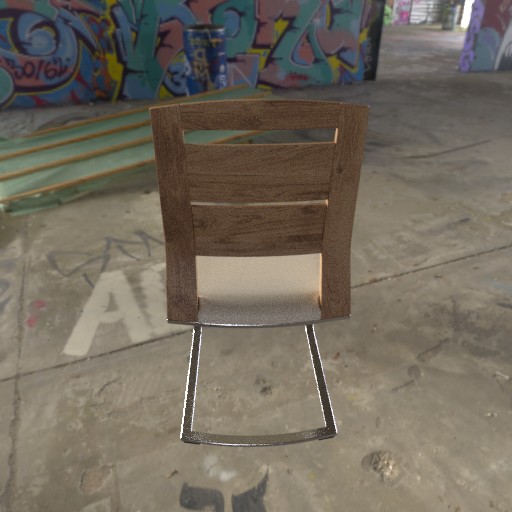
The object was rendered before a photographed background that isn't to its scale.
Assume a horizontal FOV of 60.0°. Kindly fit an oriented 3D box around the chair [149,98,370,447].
[{"bbox_3d":[0.000,0.000,1.261,0.457,0.955,0.561,-1,31,-2],"label":"chair"}]
